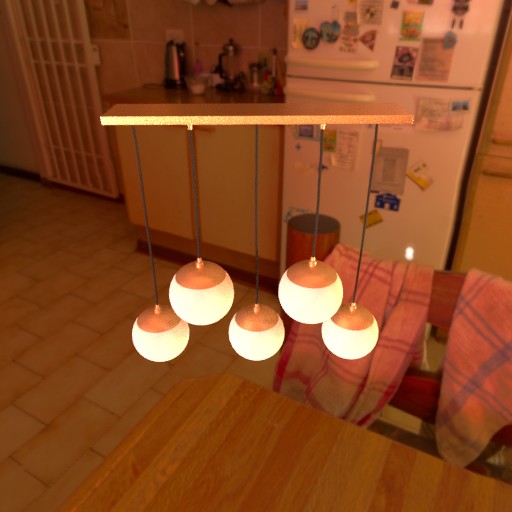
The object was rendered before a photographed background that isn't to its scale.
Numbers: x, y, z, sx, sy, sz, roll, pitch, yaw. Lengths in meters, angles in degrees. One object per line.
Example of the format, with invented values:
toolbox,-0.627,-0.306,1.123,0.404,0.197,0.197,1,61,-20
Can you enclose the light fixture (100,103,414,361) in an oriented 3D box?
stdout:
light fixture,0.000,0.000,1.357,0.863,0.869,0.299,-1,30,-1
